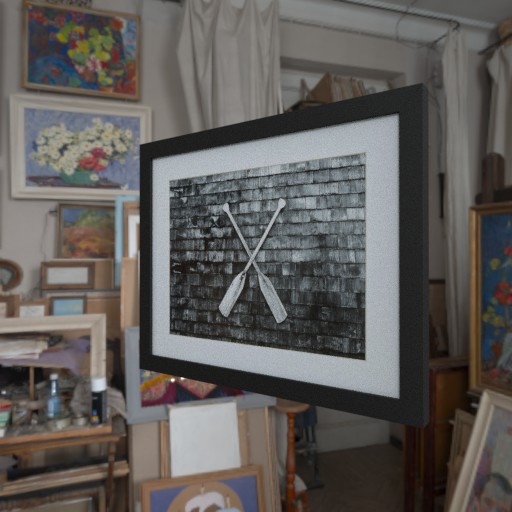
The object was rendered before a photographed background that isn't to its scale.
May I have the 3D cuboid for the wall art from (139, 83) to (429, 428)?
[{"bbox_3d":[0.000,0.000,0.756,0.558,0.457,0.029,0,0,35],"label":"wall art"}]
